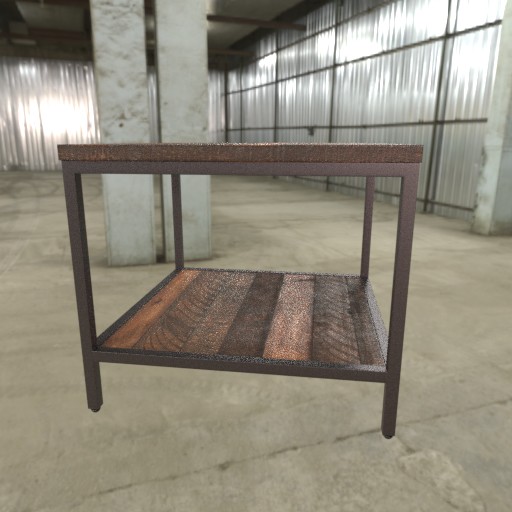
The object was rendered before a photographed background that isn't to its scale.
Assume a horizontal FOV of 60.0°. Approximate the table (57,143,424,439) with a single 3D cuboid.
[{"bbox_3d":[0.000,0.000,0.979,0.553,0.482,0.548,2,15,8],"label":"table"}]
